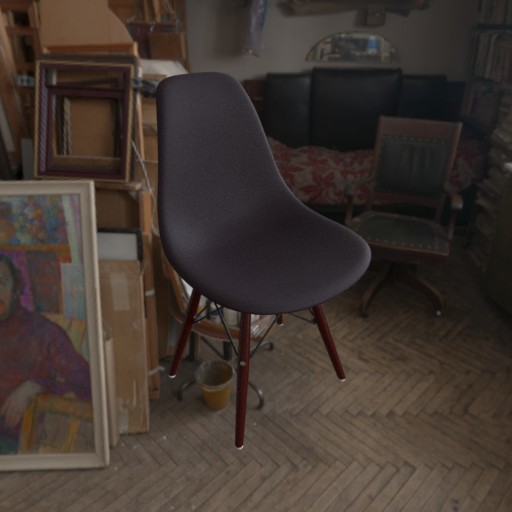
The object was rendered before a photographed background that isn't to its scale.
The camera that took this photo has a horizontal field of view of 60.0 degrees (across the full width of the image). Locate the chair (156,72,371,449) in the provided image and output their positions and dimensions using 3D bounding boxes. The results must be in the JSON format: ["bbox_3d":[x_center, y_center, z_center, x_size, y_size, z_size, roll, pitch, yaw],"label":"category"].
[{"bbox_3d":[0.000,0.000,1.143,0.470,0.826,0.533,-21,36,-32],"label":"chair"}]
